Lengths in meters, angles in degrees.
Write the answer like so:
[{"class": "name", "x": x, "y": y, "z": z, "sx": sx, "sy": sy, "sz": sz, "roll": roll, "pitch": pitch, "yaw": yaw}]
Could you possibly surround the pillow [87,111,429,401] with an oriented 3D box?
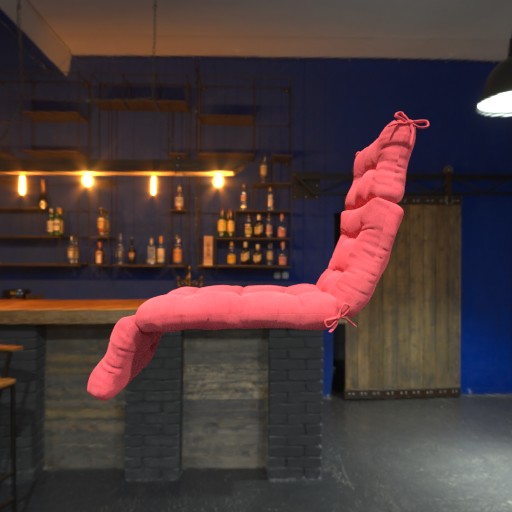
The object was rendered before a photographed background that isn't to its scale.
[{"class": "pillow", "x": 0.000, "y": 0.000, "z": 1.541, "sx": 1.016, "sy": 0.863, "sz": 0.526, "roll": 0, "pitch": 0, "yaw": 0}]
